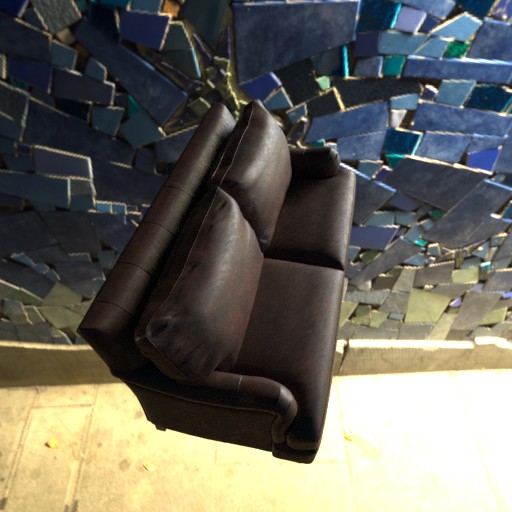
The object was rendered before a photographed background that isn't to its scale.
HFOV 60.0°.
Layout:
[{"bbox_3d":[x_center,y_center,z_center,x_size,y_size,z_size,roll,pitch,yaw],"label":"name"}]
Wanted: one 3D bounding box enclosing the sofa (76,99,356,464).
[{"bbox_3d":[0.000,0.000,2.817,1.147,1.071,2.144,10,48,9],"label":"sofa"}]
